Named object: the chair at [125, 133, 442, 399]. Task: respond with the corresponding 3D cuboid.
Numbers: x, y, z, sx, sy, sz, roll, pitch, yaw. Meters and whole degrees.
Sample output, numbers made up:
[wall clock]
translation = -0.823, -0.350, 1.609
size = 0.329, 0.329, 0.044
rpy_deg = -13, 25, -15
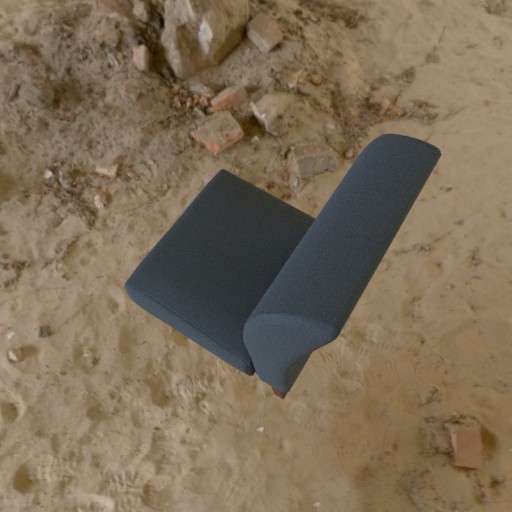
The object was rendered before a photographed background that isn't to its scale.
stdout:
[chair]
translation = 0.000, 0.000, 1.193
size = 0.592, 0.804, 0.513
rpy_deg = 28, 66, 14
